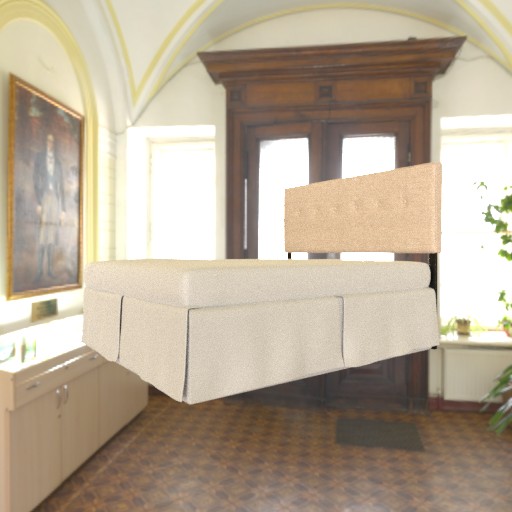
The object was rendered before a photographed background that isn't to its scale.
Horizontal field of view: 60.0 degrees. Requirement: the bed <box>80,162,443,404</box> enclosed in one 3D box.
[{"bbox_3d":[0.000,0.000,3.051,1.978,1.270,1.643,0,1,-37],"label":"bed"}]
